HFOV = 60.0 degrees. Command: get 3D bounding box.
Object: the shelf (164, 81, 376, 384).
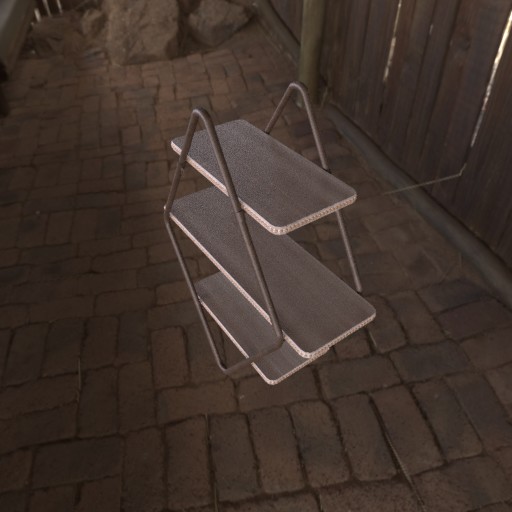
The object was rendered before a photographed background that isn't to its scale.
[{"bbox_3d":[0.000,0.000,1.060,0.234,0.774,0.609,-25,47,-26],"label":"shelf"}]
